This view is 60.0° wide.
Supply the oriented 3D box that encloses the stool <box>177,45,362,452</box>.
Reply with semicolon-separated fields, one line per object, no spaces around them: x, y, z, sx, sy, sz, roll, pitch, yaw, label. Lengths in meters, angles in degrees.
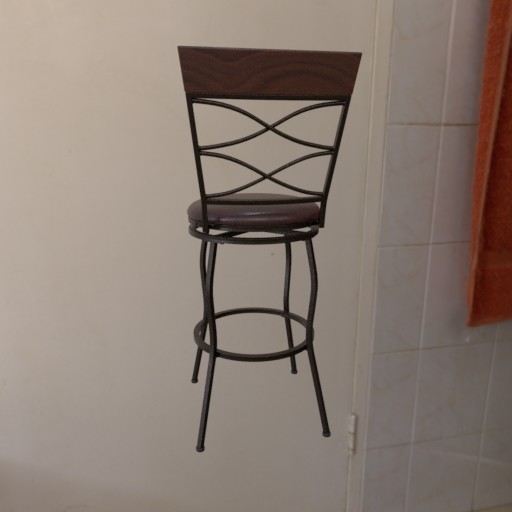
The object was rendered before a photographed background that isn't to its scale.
0.000;0.000;1.412;0.448;1.130;0.513;-3;15;-10;stool
